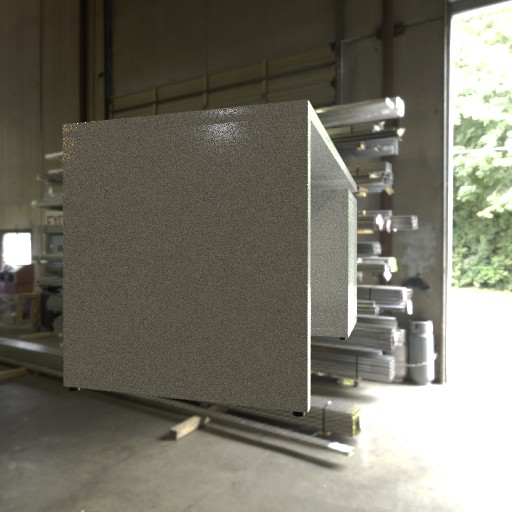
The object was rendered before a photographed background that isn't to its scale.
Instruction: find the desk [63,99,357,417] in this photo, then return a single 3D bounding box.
[{"bbox_3d":[0.000,0.000,1.800,0.690,0.740,1.400,0,1,17],"label":"desk"}]
